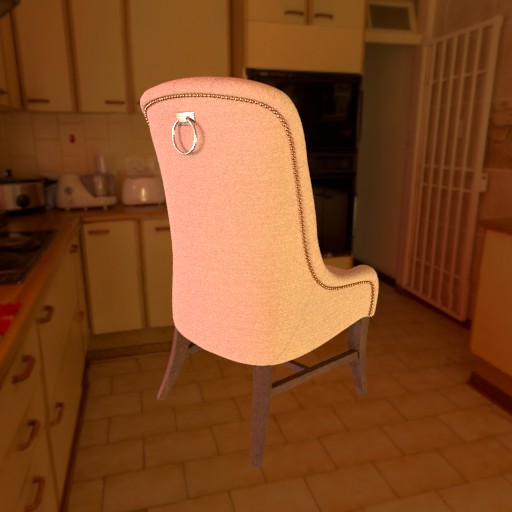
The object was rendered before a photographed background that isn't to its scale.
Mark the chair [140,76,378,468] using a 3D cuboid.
[{"bbox_3d":[0.000,0.000,1.520,0.634,1.091,0.629,14,20,42],"label":"chair"}]
